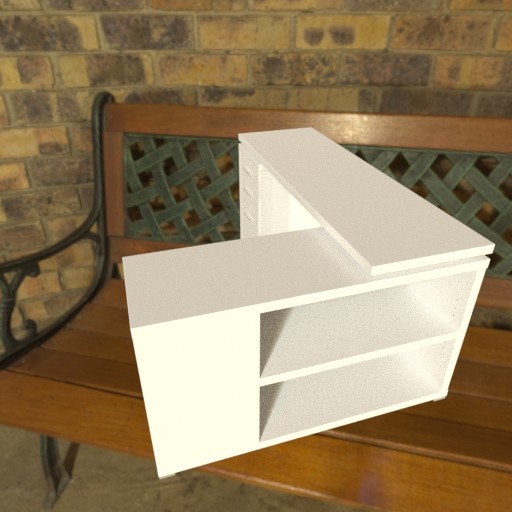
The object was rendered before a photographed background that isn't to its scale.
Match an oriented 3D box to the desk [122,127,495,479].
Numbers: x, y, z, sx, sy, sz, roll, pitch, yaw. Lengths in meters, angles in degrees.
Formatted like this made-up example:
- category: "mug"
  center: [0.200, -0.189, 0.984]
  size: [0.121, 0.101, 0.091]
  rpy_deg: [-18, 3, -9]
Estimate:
- category: "desk"
  center: [0.000, 0.000, 2.145]
  size: [1.200, 0.753, 1.524]
  rpy_deg: [-9, 32, -15]
